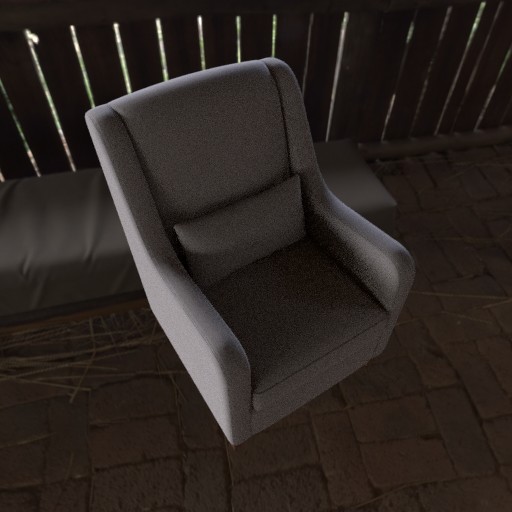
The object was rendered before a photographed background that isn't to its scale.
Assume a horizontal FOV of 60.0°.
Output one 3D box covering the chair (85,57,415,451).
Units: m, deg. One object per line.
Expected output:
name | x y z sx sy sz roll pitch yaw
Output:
chair | 0.000 0.000 1.584 0.715 1.010 0.863 -25 53 -21
